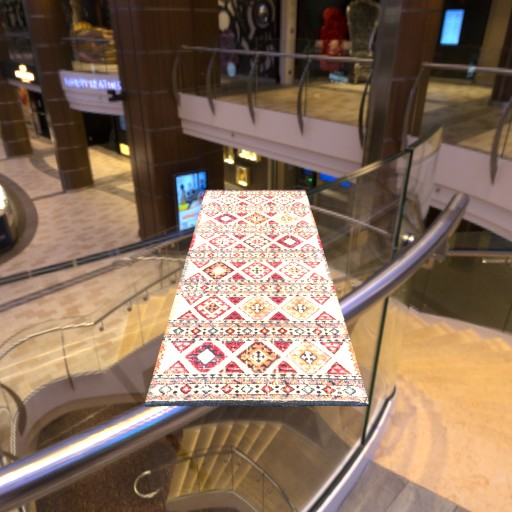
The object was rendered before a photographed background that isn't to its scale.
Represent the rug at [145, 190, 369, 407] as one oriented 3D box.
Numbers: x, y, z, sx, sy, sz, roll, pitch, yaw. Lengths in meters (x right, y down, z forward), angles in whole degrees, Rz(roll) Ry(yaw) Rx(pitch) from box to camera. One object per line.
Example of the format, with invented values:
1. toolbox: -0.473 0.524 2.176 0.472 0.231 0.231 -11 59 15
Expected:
1. rug: 0.000 0.000 2.669 0.832 0.008 2.362 0 28 0
